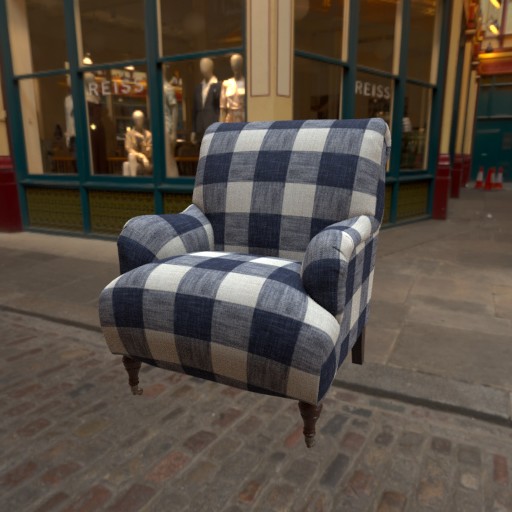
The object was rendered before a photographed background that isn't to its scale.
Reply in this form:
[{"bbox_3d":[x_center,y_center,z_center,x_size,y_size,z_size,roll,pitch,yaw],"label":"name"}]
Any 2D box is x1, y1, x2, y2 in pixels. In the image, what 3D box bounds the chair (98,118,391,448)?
[{"bbox_3d":[0.000,0.000,1.571,0.781,0.953,0.848,7,15,25],"label":"chair"}]
